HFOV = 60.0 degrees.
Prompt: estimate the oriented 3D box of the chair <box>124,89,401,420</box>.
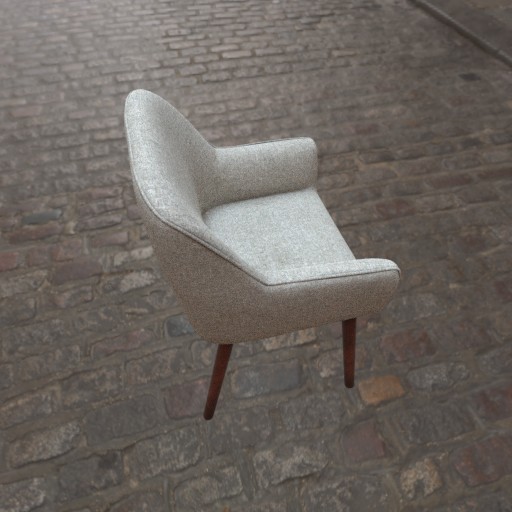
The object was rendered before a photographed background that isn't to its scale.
[{"bbox_3d":[0.000,0.000,1.180,0.519,0.803,0.543,-12,48,-11],"label":"chair"}]
